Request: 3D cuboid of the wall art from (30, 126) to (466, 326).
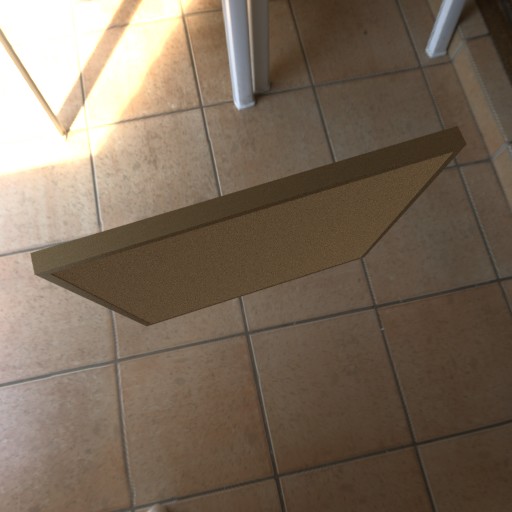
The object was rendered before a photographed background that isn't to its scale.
[{"bbox_3d":[0.000,0.000,1.116,0.762,0.762,0.038,-17,75,-5],"label":"wall art"}]
